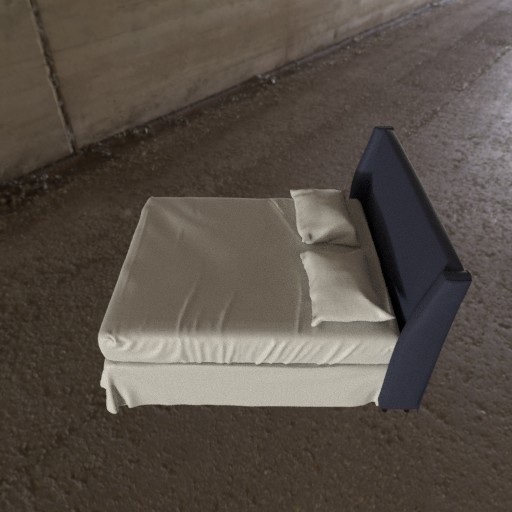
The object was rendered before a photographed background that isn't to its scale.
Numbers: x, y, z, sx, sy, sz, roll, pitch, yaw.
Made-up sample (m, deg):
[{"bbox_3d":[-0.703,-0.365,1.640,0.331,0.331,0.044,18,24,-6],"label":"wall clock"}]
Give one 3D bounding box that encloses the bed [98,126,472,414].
[{"bbox_3d":[0.000,0.000,3.415,2.276,1.332,1.925,0,40,1],"label":"bed"}]
